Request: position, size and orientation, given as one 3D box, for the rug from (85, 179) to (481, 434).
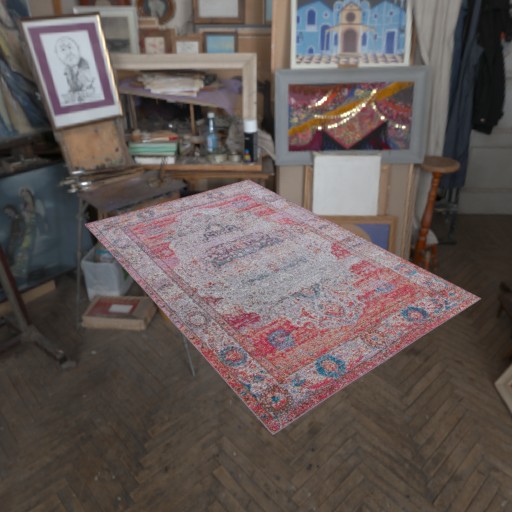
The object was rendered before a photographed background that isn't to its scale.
[{"bbox_3d":[0.000,0.000,2.351,1.219,0.006,1.829,-21,37,-31],"label":"rug"}]
